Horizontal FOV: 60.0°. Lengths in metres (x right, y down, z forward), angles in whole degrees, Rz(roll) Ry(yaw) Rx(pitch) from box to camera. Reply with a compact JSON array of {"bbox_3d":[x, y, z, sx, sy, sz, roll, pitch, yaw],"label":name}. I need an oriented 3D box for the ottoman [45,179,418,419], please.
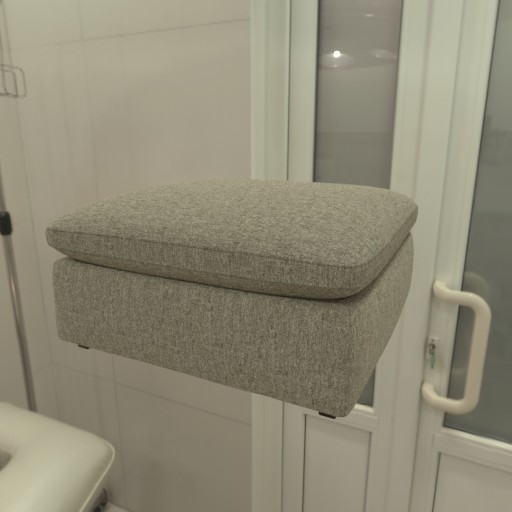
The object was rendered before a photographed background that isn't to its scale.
[{"bbox_3d":[0.000,0.000,1.632,1.035,0.526,1.039,7,17,25],"label":"ottoman"}]
